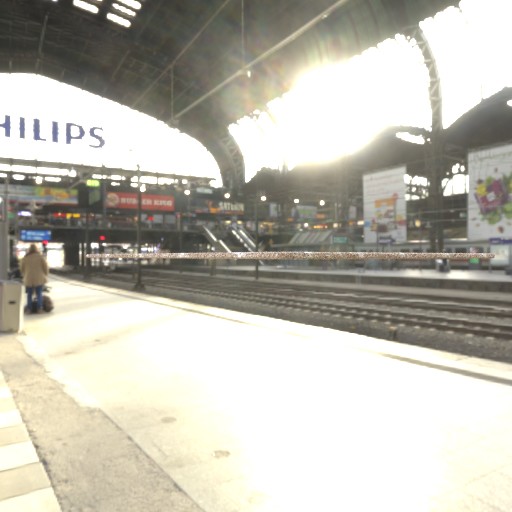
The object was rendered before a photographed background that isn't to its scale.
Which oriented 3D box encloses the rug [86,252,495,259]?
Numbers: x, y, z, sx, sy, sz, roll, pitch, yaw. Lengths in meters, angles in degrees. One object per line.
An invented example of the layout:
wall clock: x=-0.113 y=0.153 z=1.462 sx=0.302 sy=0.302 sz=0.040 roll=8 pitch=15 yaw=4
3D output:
rug: x=0.000 y=0.000 z=3.395 sx=1.778 sy=0.030 sz=2.743 roll=0 pitch=0 yaw=-36
